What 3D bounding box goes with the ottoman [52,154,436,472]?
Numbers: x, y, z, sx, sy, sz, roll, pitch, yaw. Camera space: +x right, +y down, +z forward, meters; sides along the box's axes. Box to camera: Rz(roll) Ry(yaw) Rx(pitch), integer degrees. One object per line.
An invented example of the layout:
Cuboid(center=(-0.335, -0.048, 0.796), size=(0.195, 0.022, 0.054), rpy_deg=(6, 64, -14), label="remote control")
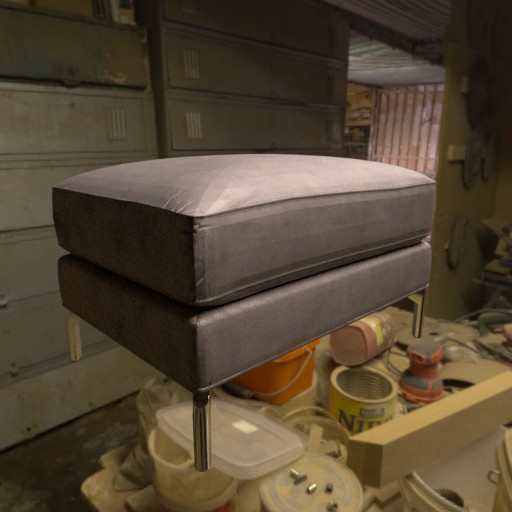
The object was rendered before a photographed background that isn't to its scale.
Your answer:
Cuboid(center=(0.000, 0.000, 1.019), size=(0.719, 0.456, 0.520), rpy_deg=(-13, 20, -42), label="ottoman")
